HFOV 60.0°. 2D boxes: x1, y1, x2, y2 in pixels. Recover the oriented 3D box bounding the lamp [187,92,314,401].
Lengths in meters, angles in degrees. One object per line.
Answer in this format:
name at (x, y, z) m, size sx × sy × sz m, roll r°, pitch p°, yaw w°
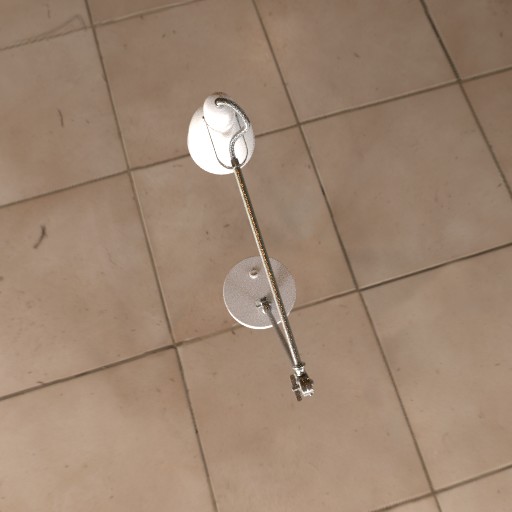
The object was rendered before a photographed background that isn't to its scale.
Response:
lamp at (0.000, 0.000, 0.895) m, size 0.187 × 0.587 × 0.561 m, roll -18°, pitch 77°, yaw -4°
